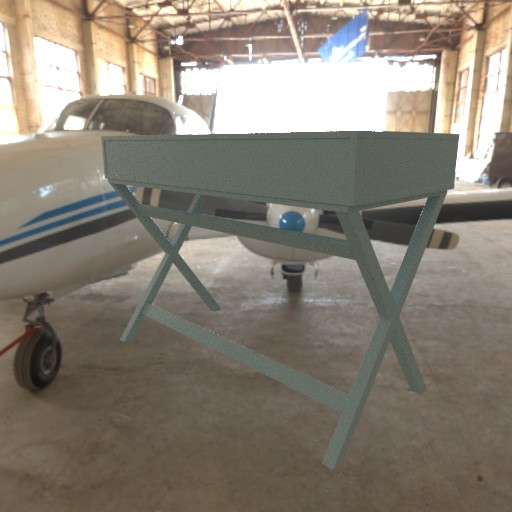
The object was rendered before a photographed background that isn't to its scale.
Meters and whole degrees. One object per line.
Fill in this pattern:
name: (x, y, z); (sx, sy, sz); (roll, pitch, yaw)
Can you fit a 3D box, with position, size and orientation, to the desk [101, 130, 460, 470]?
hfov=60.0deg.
desk: (0.000, 0.000, 1.484); (0.509, 0.780, 1.059); (-14, 20, -43)
